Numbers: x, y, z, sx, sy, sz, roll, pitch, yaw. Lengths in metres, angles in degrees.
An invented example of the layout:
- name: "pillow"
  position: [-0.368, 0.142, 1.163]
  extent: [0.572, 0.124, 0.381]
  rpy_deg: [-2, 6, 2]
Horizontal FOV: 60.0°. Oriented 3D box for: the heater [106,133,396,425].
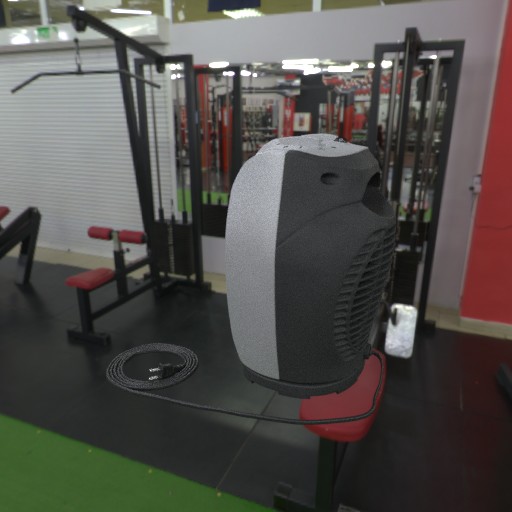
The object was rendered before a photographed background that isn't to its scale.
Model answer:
- name: "heater"
  position: [0.000, 0.000, 0.483]
  extent: [0.291, 0.255, 0.239]
  rpy_deg: [8, 19, 24]
